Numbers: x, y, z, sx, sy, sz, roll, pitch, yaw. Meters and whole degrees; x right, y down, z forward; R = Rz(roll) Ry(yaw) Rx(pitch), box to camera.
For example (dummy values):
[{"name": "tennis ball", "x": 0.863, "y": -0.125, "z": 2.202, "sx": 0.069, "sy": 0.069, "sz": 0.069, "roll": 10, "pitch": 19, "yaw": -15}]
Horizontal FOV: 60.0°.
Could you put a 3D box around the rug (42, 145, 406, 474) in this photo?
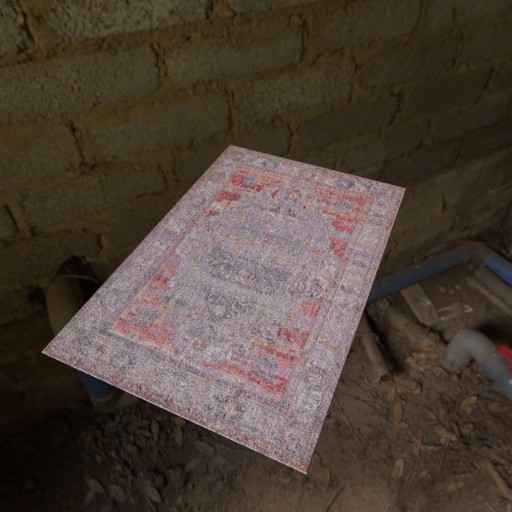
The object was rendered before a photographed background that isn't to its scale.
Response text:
[{"name": "rug", "x": 0.000, "y": 0.000, "z": 2.332, "sx": 1.219, "sy": 0.005, "sz": 1.829, "roll": 18, "pitch": 48, "yaw": 17}]
